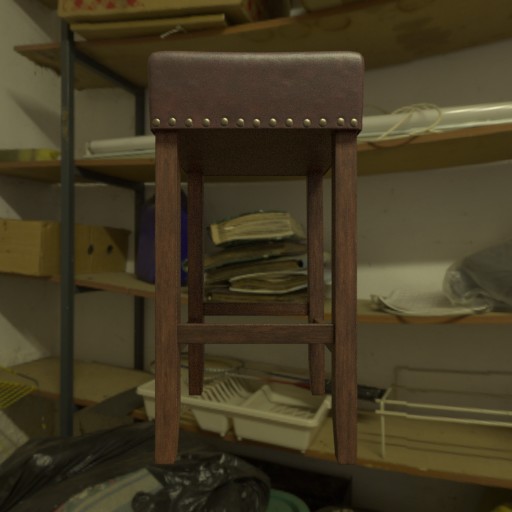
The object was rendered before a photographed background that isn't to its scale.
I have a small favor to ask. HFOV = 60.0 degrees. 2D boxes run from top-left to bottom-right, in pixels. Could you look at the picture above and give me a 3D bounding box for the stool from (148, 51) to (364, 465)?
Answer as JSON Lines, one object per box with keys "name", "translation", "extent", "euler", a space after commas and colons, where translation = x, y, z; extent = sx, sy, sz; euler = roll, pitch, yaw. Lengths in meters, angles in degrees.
{"name": "stool", "translation": [0.000, 0.000, 1.033], "extent": [0.401, 0.769, 0.465], "euler": [0, 0, 0]}
